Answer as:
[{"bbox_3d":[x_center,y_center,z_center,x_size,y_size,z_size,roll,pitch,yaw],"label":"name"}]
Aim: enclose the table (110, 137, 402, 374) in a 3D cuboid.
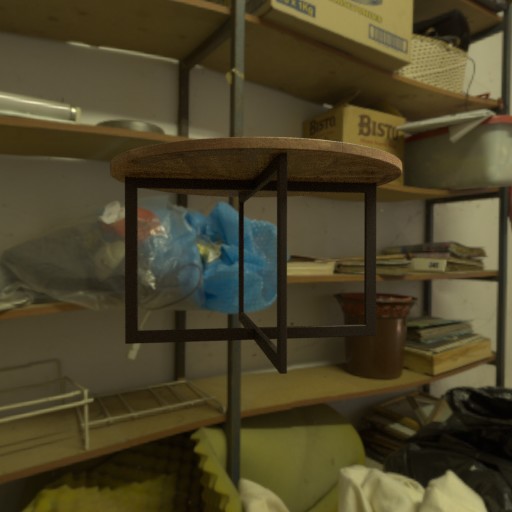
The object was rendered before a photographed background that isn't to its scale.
[{"bbox_3d":[0.000,0.000,2.023,1.264,0.762,1.264,0,1,0],"label":"table"}]
